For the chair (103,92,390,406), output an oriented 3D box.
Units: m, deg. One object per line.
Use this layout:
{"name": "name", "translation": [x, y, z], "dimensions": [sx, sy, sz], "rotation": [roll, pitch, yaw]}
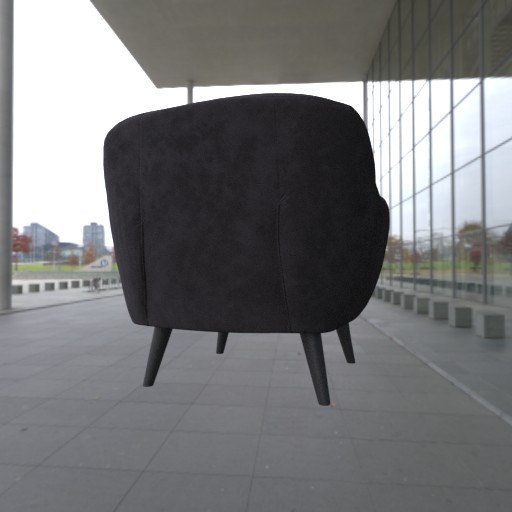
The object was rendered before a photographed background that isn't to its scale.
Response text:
{"name": "chair", "translation": [0.000, 0.000, 1.503], "dimensions": [0.840, 0.807, 0.819], "rotation": [0, -1, 20]}
